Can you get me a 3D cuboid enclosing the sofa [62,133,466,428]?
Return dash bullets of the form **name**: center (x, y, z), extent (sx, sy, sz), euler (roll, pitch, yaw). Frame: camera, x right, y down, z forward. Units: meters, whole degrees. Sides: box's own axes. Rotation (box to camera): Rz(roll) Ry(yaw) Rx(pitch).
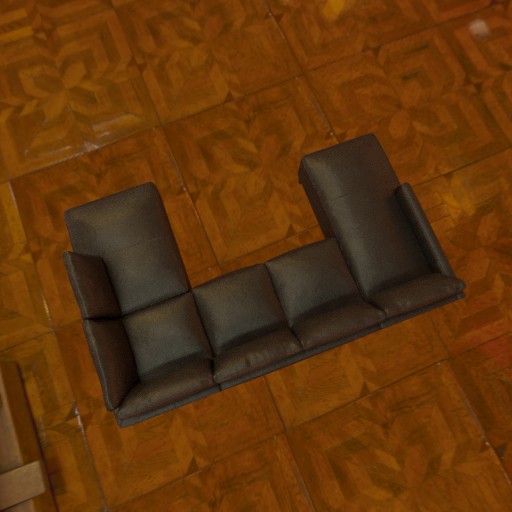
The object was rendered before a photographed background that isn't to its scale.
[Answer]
- **sofa**: center (0.000, 0.000, 3.882), extent (2.956, 0.900, 1.939), euler (-20, 76, -5)
